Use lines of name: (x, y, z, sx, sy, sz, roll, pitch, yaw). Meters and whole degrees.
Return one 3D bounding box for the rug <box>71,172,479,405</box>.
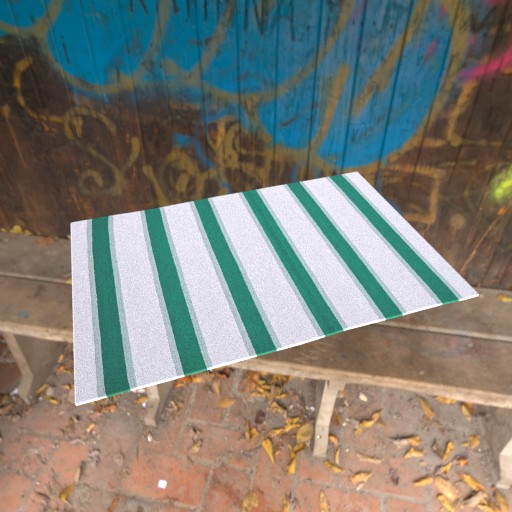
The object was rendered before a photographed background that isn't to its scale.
rug: (0.000, 0.000, 2.316, 1.829, 0.012, 1.210, -12, 42, -14)
